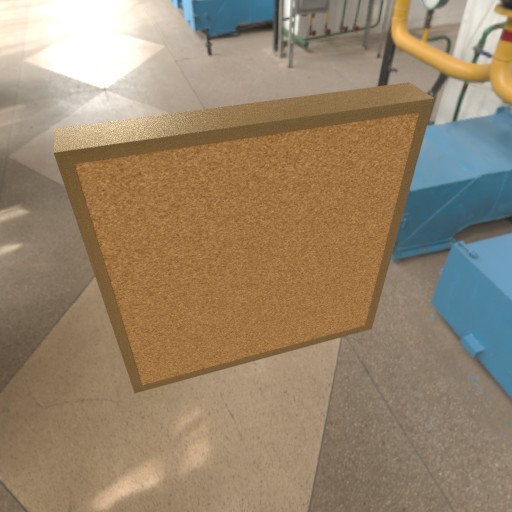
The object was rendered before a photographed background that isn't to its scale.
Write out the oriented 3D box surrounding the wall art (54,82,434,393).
[{"bbox_3d":[0.000,0.000,0.453,0.304,0.305,0.038,-12,43,-13],"label":"wall art"}]
